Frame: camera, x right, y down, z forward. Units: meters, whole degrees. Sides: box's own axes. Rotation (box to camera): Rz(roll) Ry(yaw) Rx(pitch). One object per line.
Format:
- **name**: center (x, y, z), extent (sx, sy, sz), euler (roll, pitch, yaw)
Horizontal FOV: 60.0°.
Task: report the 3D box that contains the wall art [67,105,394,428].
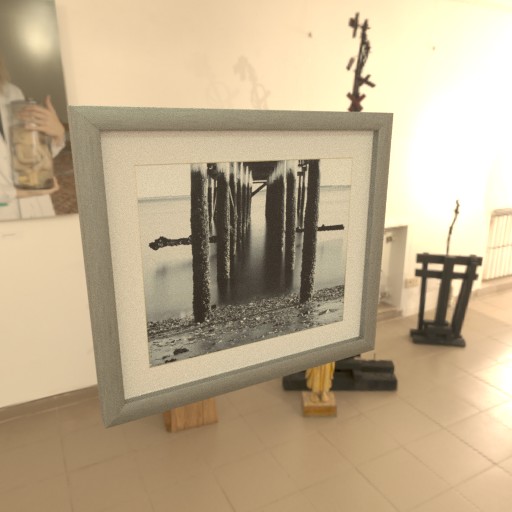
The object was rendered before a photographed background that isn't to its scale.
- **wall art**: center (0.000, 0.000, 0.528), extent (0.380, 0.330, 0.028), euler (-8, 18, -27)
